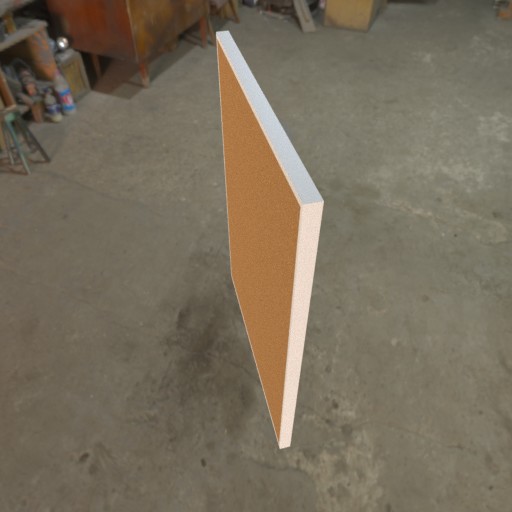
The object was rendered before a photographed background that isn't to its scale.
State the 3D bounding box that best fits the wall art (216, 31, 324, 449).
[{"bbox_3d":[0.000,0.000,1.375,0.039,1.050,0.795,-10,47,-10],"label":"wall art"}]
